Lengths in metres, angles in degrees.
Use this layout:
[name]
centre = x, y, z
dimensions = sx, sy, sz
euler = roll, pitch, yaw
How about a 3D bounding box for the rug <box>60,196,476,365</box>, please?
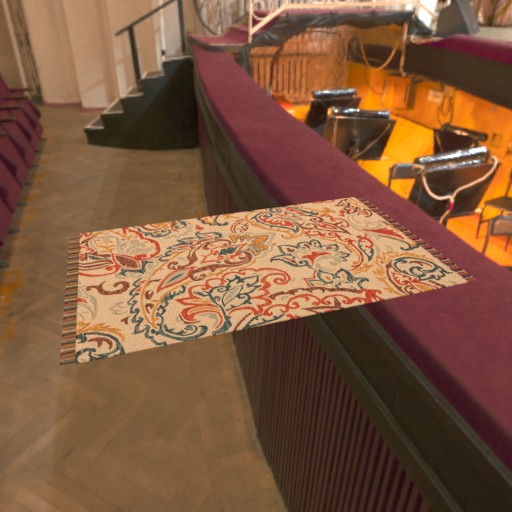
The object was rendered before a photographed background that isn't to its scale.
[rug]
centre = 0.000, 0.000, 3.211
dimensions = 2.584, 0.010, 1.523
euler = -9, 31, -16
